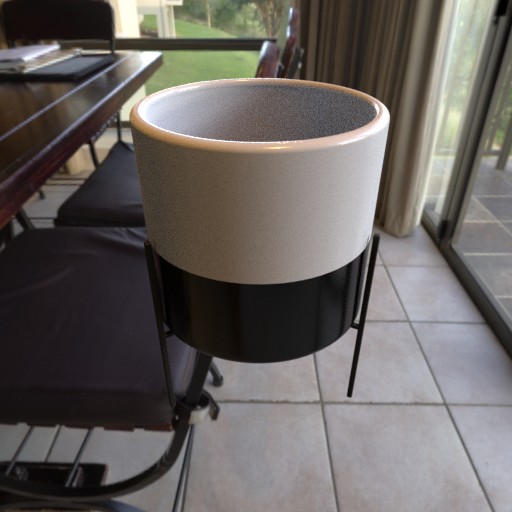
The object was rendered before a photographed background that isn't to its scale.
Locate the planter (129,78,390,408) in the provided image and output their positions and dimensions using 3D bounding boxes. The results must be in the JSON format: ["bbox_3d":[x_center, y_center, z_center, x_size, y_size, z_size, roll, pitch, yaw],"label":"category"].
[{"bbox_3d":[0.000,0.000,0.642,0.310,0.432,0.310,-11,35,-16],"label":"planter"}]
